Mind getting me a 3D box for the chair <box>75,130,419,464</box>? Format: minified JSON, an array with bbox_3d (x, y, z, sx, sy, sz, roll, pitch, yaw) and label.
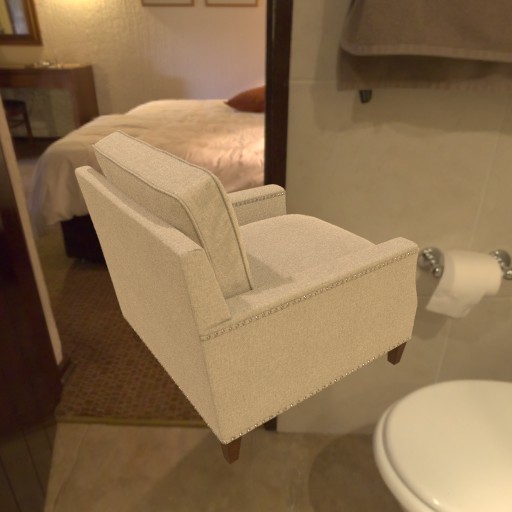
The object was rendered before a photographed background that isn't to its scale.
[{"bbox_3d":[0.000,0.000,1.703,1.014,0.943,0.853,-18,32,-31],"label":"chair"}]
